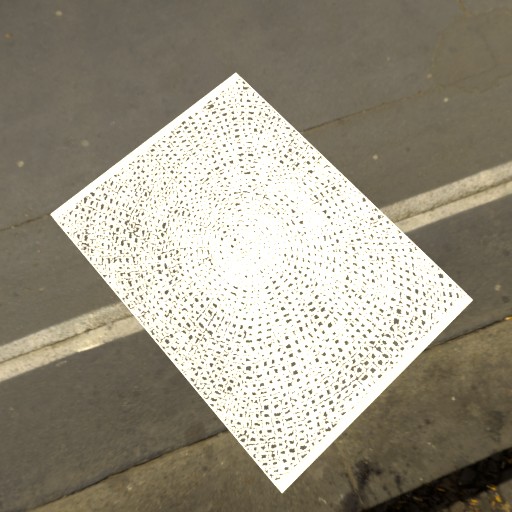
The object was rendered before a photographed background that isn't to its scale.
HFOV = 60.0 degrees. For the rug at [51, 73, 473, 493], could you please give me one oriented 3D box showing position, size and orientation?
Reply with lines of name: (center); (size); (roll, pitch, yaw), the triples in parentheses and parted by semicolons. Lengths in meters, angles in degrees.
rug: (0.000, 0.000, 2.076); (1.190, 0.003, 1.634); (-41, 78, -10)
